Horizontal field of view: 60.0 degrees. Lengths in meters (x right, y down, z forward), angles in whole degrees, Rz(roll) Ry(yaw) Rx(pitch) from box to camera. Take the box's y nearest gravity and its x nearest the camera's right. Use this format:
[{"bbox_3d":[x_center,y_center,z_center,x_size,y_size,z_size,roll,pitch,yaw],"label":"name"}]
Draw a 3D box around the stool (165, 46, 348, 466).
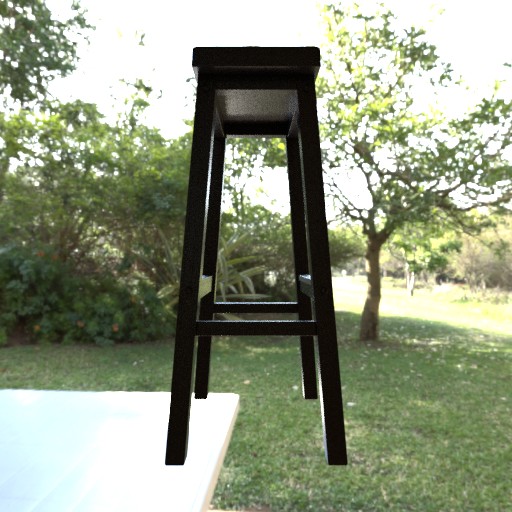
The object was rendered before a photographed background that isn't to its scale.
[{"bbox_3d":[0.000,0.000,0.985,0.322,0.742,0.406,0,-1,0],"label":"stool"}]
